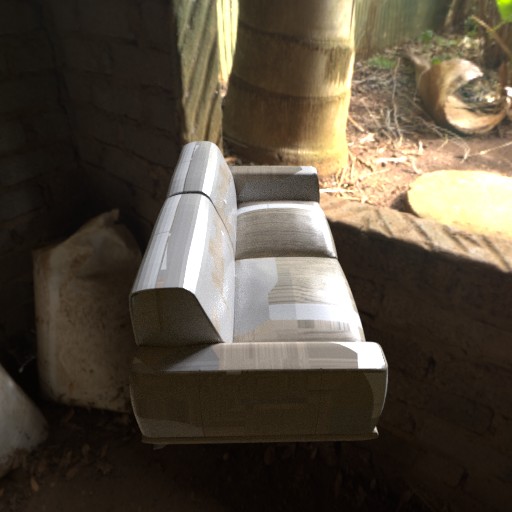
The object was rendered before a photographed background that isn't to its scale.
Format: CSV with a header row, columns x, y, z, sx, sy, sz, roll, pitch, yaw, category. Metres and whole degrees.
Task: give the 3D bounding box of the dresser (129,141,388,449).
x,y,z,sx,sy,sz,roll,pitch,yaw,category
0.000,0.000,5.726,2.251,1.863,4.679,-1,32,-1,dresser
